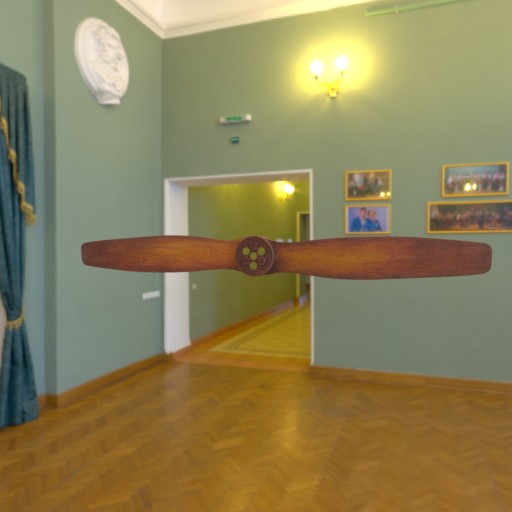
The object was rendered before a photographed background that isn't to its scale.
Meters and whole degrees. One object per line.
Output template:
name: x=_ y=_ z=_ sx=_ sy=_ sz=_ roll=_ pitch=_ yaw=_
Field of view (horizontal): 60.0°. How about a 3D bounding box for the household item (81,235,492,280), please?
household item: x=0.000 y=0.000 z=1.238 sx=1.181 sy=0.121 sz=0.051 roll=0 pitch=1 yaw=18
